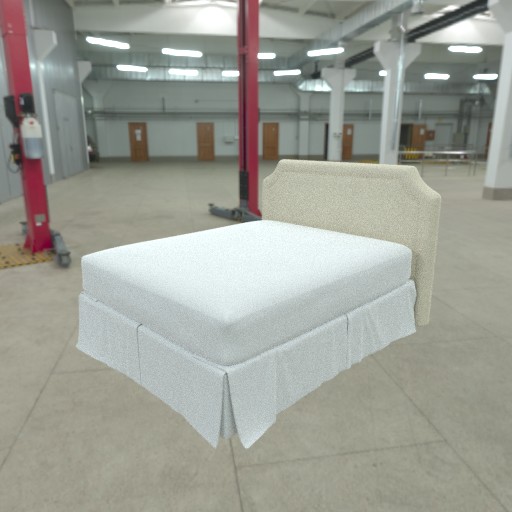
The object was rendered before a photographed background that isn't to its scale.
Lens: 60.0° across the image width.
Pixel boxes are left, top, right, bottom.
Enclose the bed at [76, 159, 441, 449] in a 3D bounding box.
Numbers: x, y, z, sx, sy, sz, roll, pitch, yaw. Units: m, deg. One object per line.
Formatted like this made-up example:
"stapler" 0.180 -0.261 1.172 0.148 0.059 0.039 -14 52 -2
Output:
"bed" 0.000 0.000 3.335 1.827 1.296 2.209 15 21 43
